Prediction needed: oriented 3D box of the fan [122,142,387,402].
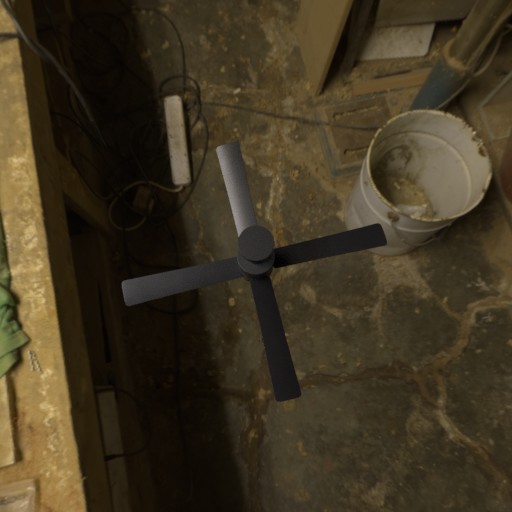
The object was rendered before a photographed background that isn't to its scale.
[{"bbox_3d":[0.000,0.000,2.348,1.525,0.534,1.525,-12,77,-3],"label":"fan"}]
